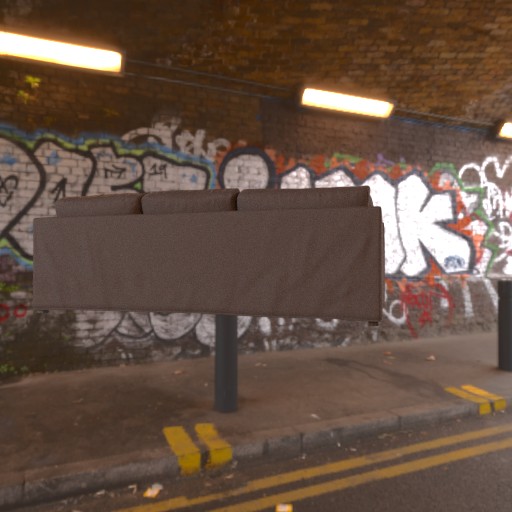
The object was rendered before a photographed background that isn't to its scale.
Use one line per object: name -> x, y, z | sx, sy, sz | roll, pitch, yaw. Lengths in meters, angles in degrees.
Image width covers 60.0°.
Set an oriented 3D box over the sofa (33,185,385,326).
sofa -> 0.000, 0.000, 4.352 | 2.432, 0.871, 3.182 | 0, -1, 16
